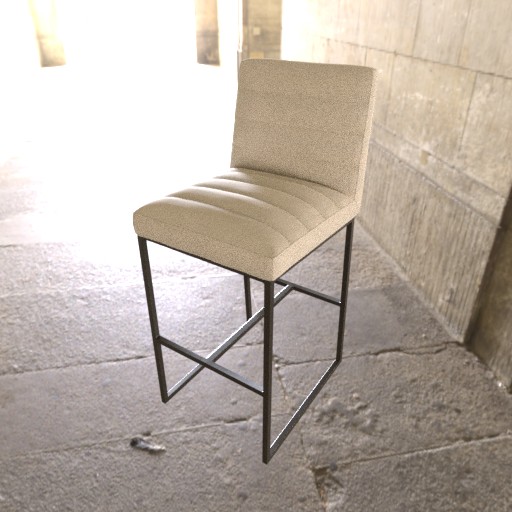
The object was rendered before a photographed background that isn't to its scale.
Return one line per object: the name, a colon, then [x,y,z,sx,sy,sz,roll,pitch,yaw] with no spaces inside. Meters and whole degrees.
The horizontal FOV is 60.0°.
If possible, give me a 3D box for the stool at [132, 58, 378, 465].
stool: [0.000,0.000,1.368,0.464,1.061,0.573,18,34,29]
